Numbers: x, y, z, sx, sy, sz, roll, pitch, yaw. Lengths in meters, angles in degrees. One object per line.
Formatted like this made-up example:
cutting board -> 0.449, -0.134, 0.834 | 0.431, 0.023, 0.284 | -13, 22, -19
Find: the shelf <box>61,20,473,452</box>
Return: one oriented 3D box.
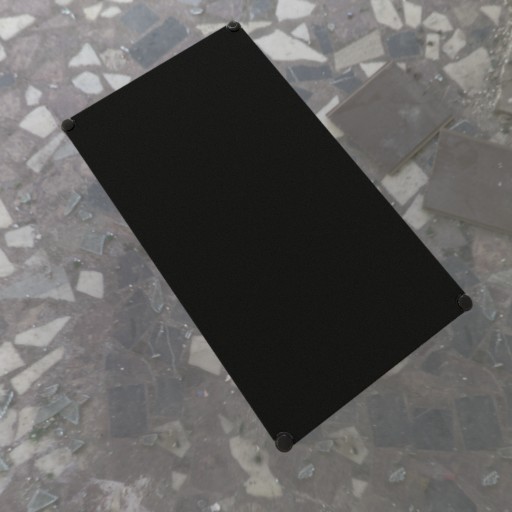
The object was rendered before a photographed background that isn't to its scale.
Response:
shelf -> 0.000, 0.000, 0.923 | 0.338, 0.564, 0.589 | -35, 78, -8
